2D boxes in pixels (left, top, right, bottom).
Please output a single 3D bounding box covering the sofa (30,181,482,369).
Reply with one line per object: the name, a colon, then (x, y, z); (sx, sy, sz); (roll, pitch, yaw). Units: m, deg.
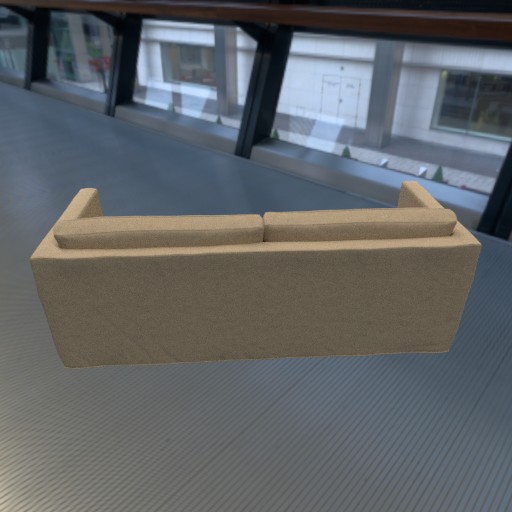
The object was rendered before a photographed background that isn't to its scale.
sofa: (0.000, 0.000, 2.757); (2.312, 0.853, 0.962); (-2, 30, -3)
